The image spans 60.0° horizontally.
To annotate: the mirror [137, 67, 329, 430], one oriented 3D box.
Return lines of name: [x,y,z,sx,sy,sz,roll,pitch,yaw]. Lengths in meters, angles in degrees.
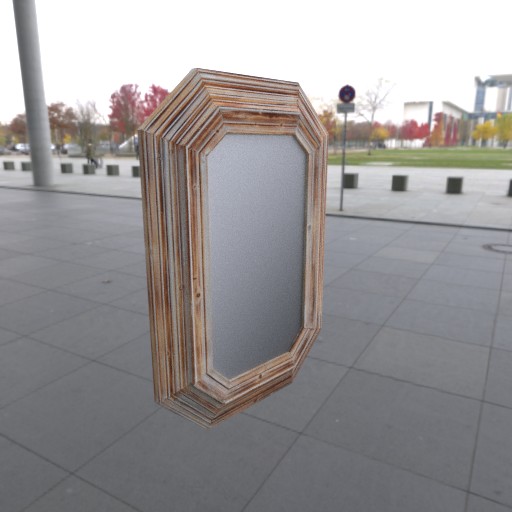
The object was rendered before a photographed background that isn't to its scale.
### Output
mirror: [0.000,0.000,1.331,0.709,1.015,0.061,-14,20,-43]
